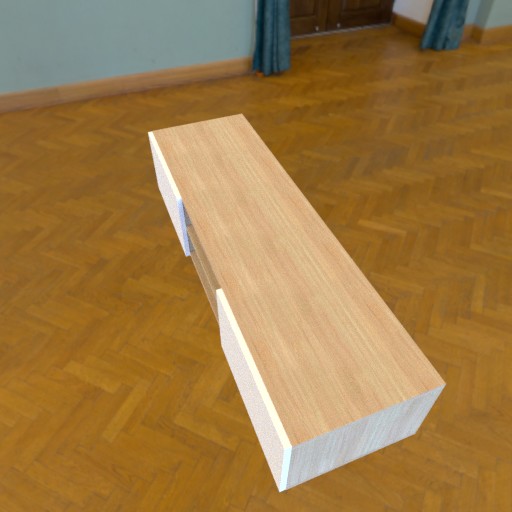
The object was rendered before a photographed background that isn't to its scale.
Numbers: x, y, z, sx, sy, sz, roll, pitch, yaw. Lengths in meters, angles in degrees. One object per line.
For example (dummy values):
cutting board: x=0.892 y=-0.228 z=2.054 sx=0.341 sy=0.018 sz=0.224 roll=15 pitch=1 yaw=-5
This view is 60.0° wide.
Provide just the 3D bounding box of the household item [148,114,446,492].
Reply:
household item: x=0.000 y=0.000 z=1.564 sx=0.420 sy=0.310 sz=1.400 roll=-16 pitch=48 yaw=-15
